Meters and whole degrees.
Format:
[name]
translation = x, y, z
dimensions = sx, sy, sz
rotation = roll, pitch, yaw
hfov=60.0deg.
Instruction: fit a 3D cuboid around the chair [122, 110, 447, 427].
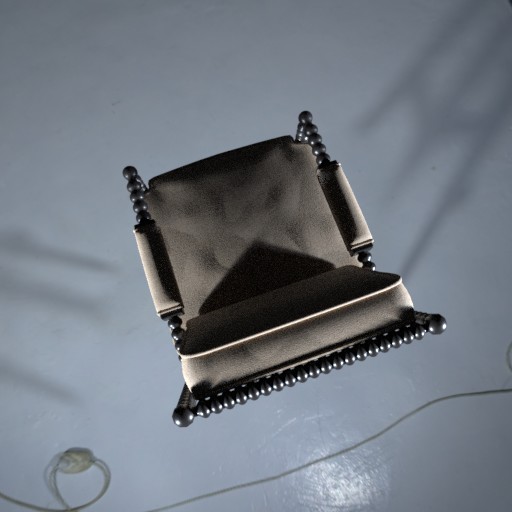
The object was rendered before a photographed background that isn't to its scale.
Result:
[chair]
translation = 0.000, 0.000, 1.186
dimensions = 0.555, 0.703, 0.657
rotation = -19, 77, -5
